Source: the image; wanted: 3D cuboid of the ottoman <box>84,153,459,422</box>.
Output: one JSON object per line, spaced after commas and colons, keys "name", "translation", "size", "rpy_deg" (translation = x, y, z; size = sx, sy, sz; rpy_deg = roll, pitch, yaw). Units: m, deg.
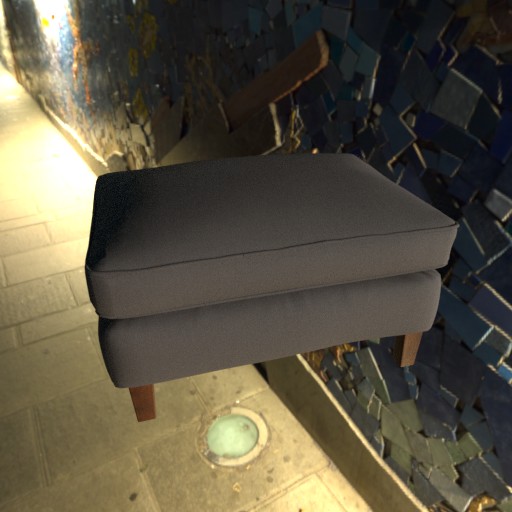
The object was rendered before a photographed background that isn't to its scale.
{"name": "ottoman", "translation": [0.000, 0.000, 1.011], "size": [0.686, 0.406, 0.508], "rpy_deg": [-8, 31, -13]}
